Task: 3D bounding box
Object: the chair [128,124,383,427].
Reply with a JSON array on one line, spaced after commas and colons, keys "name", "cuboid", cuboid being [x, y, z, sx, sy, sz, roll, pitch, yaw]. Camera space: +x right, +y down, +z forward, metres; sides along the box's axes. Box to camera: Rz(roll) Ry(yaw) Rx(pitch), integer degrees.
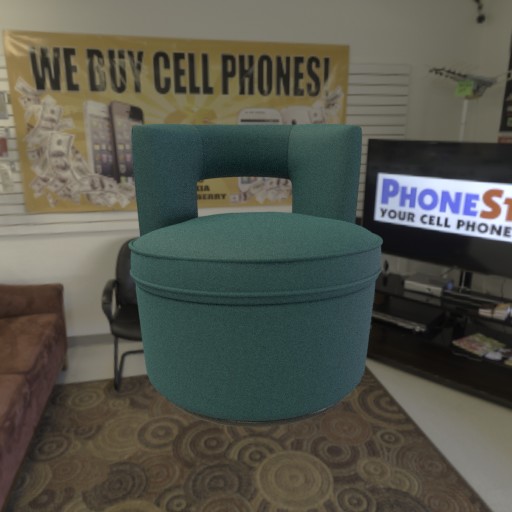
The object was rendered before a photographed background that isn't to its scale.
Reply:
[{"name": "chair", "cuboid": [0.000, 0.000, 1.239, 0.684, 0.711, 0.660, -2, 16, -8]}]
